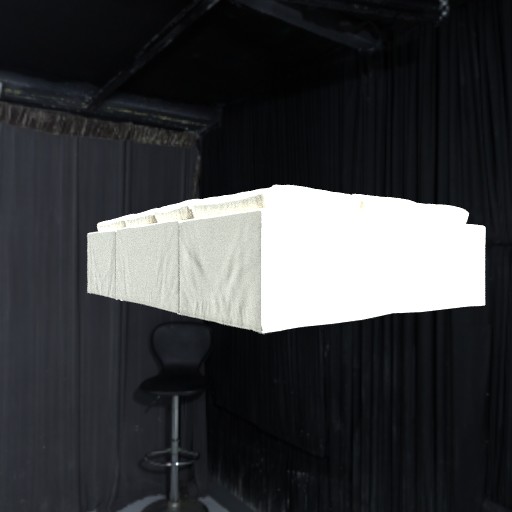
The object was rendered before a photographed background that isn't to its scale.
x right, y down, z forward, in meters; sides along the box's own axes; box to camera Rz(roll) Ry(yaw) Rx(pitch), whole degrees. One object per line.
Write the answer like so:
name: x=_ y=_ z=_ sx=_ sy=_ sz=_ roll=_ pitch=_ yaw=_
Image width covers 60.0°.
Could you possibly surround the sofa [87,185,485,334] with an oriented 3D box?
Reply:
sofa: x=0.000 y=0.000 z=4.523 sx=2.427 sy=0.882 sz=3.460 roll=0 pitch=0 yaw=-36
